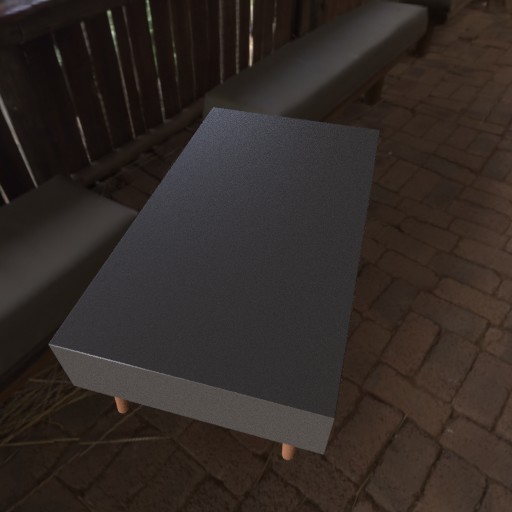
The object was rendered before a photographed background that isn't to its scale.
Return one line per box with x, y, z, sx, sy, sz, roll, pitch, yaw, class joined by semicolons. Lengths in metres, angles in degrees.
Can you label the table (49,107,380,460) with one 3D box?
0.000;0.000;1.544;0.703;0.404;1.201;11;47;11;table
